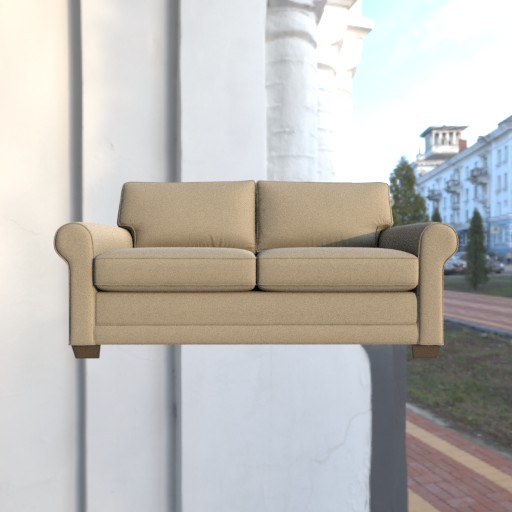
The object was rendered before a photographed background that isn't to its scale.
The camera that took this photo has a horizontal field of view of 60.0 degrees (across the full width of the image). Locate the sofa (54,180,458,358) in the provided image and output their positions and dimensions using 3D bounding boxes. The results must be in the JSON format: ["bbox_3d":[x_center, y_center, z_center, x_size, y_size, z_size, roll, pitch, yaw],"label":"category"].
[{"bbox_3d":[0.000,0.000,2.479,1.930,0.952,0.940,0,0,0],"label":"sofa"}]
